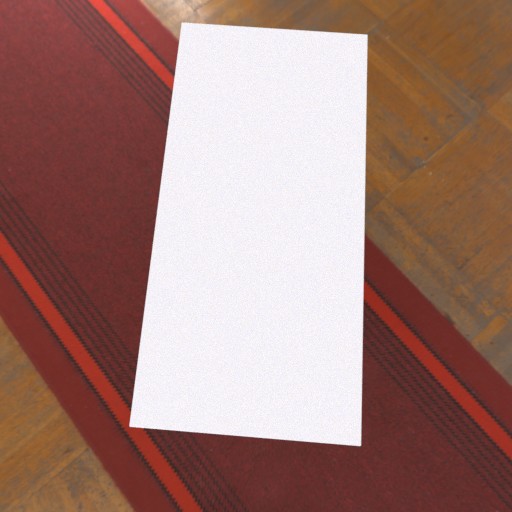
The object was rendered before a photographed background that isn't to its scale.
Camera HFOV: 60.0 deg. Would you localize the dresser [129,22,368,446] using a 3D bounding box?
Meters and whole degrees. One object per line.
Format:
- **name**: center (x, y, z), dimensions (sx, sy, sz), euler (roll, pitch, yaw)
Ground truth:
- **dresser**: center (0.000, 0.000, 1.213), dimensions (0.420, 0.740, 0.830), euler (4, 75, 1)
